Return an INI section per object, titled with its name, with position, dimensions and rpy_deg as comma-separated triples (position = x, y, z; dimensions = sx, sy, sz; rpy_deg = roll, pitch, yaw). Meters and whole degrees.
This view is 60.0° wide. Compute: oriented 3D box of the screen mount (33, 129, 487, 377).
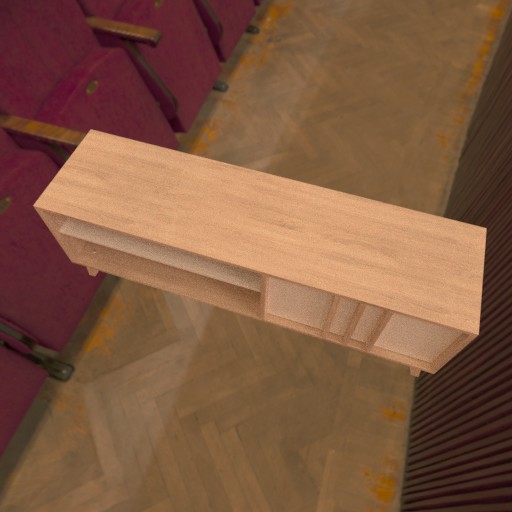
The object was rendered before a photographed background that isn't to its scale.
[screen mount]
position = 0.000, 0.000, 1.731
dimensions = 1.500, 0.510, 0.400
rpy_deg = 16, 60, 10
